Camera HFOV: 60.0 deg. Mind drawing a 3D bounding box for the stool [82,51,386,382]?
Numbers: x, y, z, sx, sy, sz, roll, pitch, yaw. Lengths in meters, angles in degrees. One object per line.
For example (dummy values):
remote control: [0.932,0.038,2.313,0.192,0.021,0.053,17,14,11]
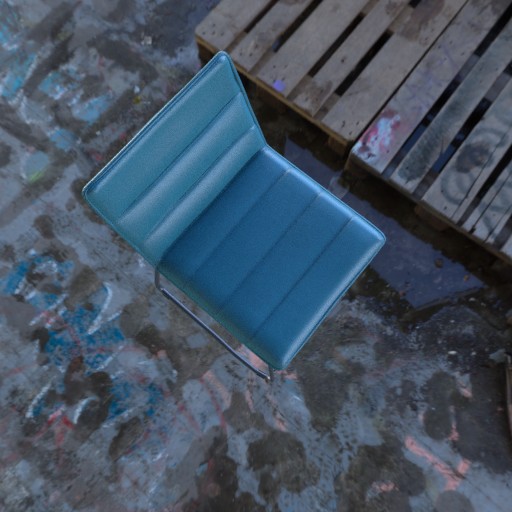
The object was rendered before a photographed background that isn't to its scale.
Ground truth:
stool: [0.000,0.000,1.181,0.524,0.866,0.489,39,79,9]
